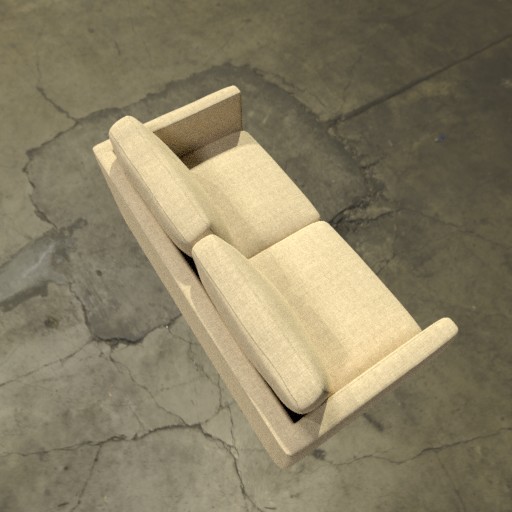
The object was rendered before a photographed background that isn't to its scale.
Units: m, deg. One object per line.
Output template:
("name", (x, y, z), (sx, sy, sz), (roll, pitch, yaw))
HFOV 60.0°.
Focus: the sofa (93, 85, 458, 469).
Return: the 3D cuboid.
("sofa", (0.000, 0.000, 2.395), (0.950, 0.963, 1.884), (-30, 65, -15))
